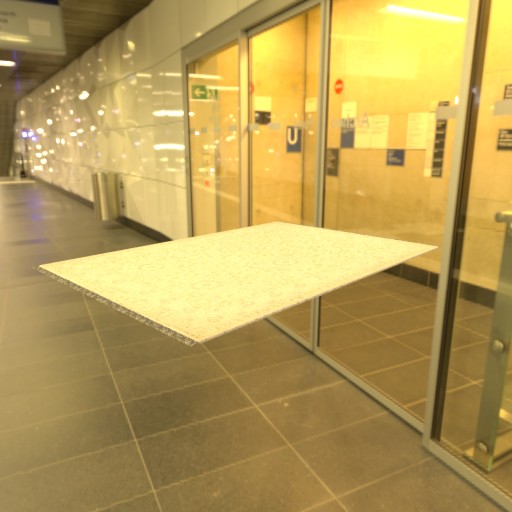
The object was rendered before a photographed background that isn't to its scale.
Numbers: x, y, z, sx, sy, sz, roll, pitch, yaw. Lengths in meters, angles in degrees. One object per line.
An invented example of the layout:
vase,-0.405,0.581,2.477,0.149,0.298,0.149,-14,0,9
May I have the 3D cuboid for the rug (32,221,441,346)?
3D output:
rug,0.000,0.000,2.880,1.514,0.011,2.233,13,19,42
